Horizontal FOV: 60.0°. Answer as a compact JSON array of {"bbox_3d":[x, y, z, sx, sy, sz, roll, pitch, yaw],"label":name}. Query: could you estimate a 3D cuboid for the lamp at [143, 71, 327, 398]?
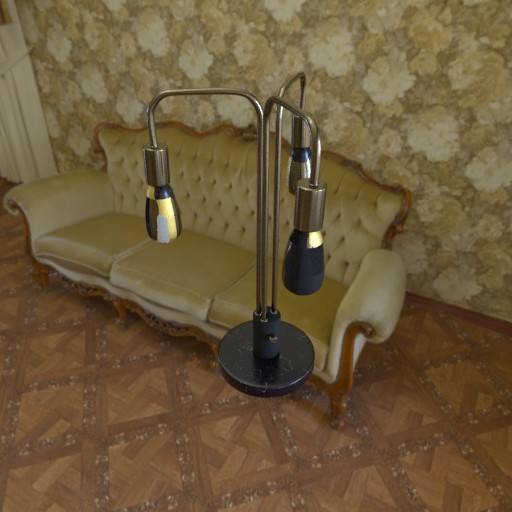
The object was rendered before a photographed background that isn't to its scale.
[{"bbox_3d":[0.000,0.000,0.785,0.355,0.560,0.368,-10,34,-15],"label":"lamp"}]
